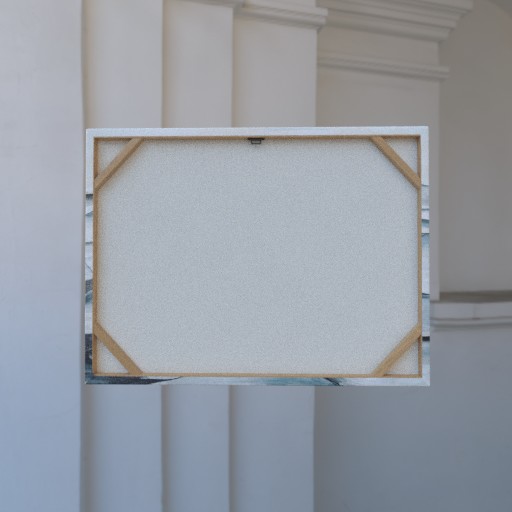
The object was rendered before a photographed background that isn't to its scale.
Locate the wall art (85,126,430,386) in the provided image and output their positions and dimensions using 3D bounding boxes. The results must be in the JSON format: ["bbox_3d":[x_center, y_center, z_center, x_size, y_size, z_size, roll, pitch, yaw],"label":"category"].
[{"bbox_3d":[0.000,0.000,1.588,1.219,0.915,0.039,0,-1,1],"label":"wall art"}]
